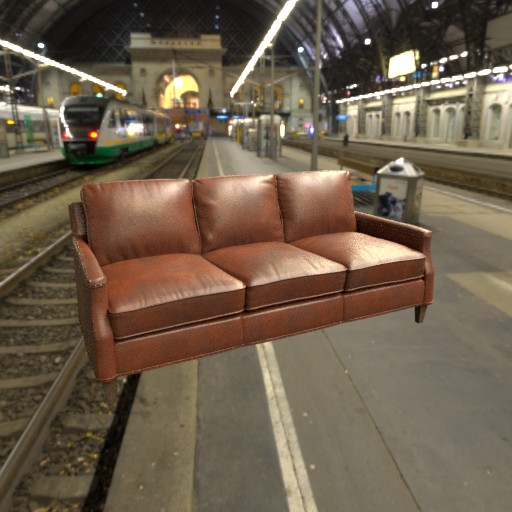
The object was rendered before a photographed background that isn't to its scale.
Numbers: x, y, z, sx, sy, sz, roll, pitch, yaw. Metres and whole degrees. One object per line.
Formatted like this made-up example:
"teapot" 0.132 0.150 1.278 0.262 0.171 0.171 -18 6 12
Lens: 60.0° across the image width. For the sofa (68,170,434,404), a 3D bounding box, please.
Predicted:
"sofa" 0.000 0.000 2.945 2.240 1.003 1.084 -8 18 -26
